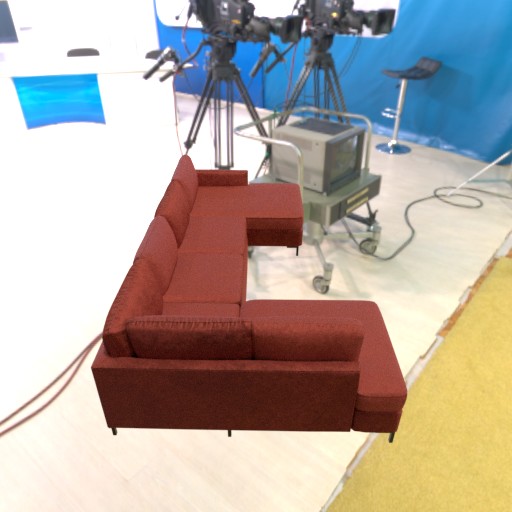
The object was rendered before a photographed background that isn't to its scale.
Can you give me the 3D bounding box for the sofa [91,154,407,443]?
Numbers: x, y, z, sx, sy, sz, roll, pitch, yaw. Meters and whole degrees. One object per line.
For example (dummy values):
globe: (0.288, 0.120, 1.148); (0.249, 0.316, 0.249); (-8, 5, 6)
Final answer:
sofa: (0.000, 0.000, 4.338); (2.055, 0.992, 3.434); (0, 33, 1)
